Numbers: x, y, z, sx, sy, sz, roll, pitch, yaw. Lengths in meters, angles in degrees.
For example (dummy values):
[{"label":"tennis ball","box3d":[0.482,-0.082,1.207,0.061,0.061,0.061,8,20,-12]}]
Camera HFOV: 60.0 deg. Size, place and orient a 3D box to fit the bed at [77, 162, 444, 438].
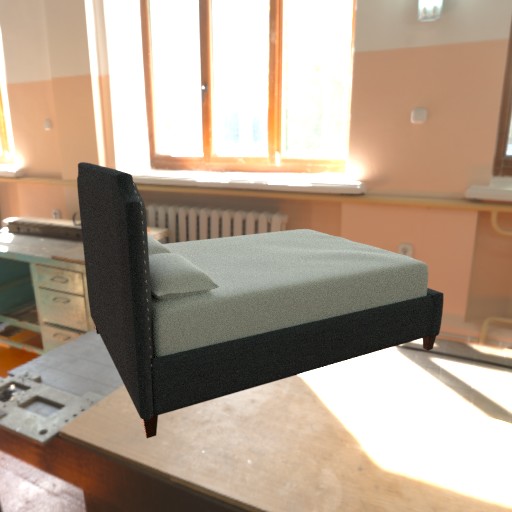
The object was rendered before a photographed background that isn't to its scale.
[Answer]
[{"label":"bed","box3d":[0.000,0.000,3.483,2.372,1.443,1.713,-8,16,-28]}]
